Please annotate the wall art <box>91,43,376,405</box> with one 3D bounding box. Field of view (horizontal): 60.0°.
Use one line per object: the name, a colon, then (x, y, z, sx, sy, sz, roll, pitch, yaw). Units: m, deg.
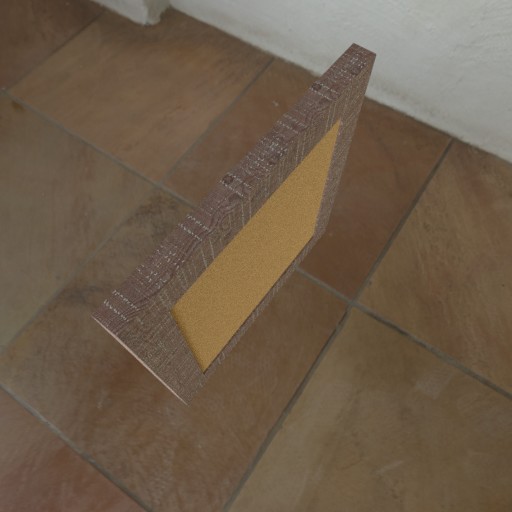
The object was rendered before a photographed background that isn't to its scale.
wall art: (0.000, 0.000, 0.800, 0.040, 0.531, 0.531, 34, 69, 15)
